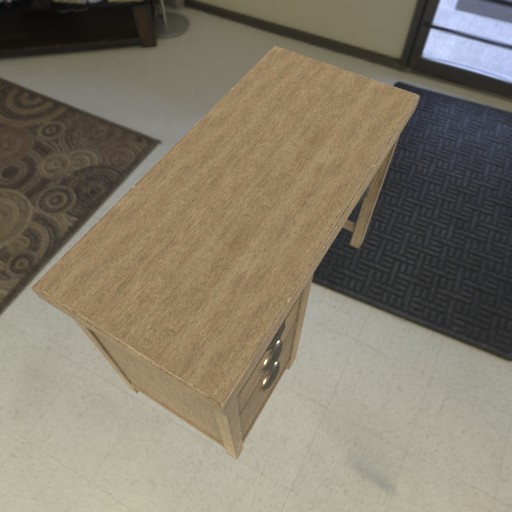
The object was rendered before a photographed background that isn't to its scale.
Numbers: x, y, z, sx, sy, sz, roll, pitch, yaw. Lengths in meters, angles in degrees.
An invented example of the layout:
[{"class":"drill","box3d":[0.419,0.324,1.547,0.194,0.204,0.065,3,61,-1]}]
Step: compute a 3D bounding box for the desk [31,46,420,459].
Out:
[{"class":"desk","box3d":[0.000,0.000,1.760,0.610,0.912,1.289,27,61,16]}]
